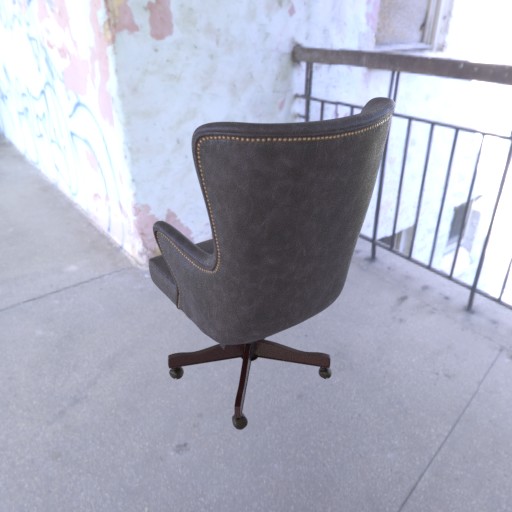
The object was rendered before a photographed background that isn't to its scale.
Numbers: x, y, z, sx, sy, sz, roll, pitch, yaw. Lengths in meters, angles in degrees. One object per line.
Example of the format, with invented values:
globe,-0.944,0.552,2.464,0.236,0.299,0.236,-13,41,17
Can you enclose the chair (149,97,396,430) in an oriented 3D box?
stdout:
chair,0.000,0.000,1.485,0.594,1.037,0.717,-19,35,-30
